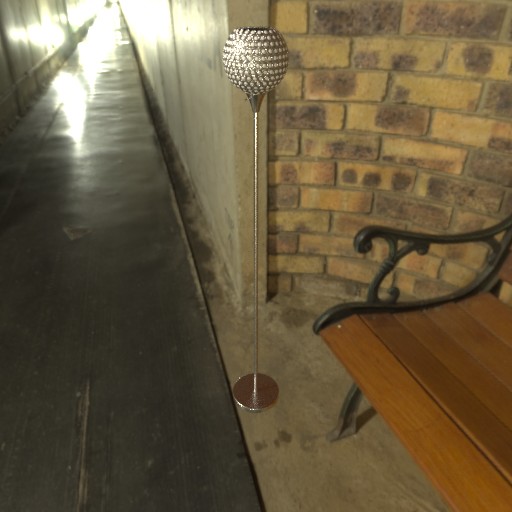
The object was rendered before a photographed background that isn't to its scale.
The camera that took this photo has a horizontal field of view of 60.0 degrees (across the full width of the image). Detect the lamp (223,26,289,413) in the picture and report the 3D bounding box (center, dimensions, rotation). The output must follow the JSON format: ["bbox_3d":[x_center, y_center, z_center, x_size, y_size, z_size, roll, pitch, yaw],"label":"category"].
[{"bbox_3d":[0.000,0.000,1.965,0.254,1.805,0.254,0,32,0],"label":"lamp"}]
